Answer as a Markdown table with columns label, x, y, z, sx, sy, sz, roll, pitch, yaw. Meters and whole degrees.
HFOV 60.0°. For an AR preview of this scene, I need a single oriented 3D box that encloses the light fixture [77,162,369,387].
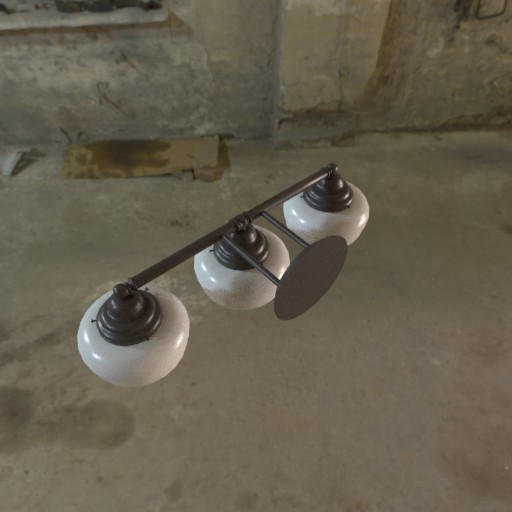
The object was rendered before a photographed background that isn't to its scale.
| label | x | y | z | sx | sy | sz | roll | pitch | yaw |
| --- | --- | --- | --- | --- | --- | --- | --- | --- | --- |
| light fixture | 0.000 | 0.000 | 0.712 | 0.587 | 0.242 | 0.239 | -33 | 55 | -26 |
